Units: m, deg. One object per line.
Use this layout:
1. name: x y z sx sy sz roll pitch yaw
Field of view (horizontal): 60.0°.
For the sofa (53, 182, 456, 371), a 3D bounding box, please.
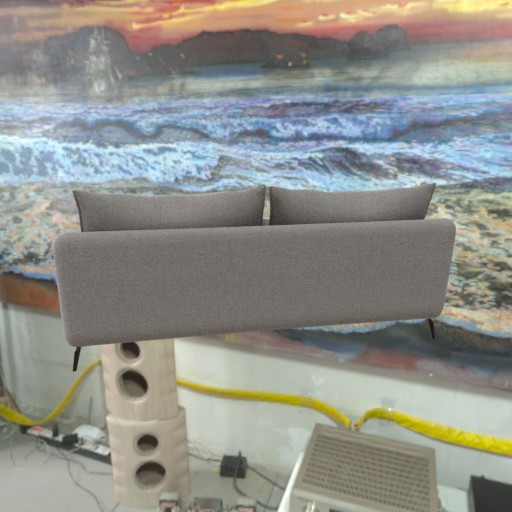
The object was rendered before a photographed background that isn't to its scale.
1. sofa: 0.000 0.000 2.439 2.022 0.833 0.809 -3 15 -10
